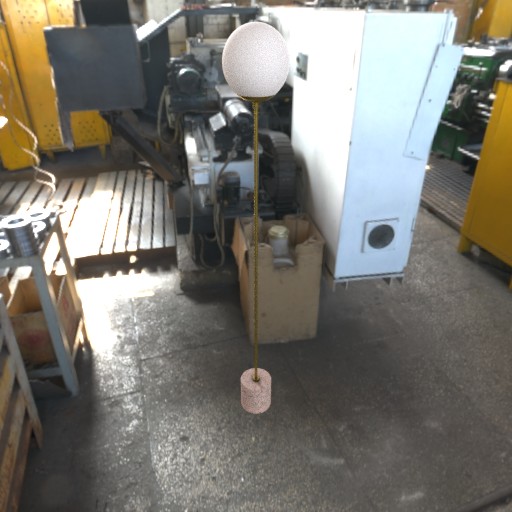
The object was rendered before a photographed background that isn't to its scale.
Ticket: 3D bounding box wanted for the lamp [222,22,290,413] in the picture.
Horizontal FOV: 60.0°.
[{"bbox_3d":[0.000,0.000,1.870,0.229,1.748,0.229,20,35,31],"label":"lamp"}]
